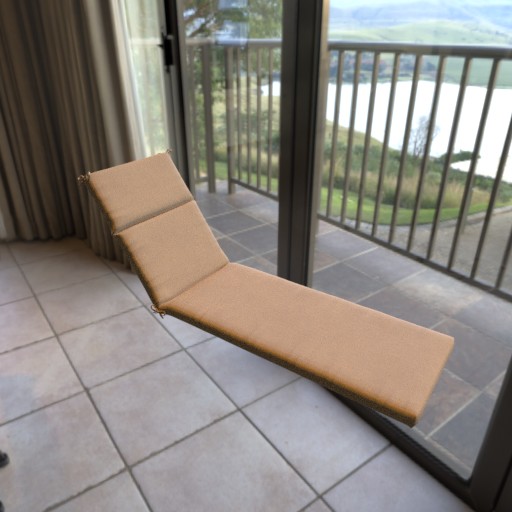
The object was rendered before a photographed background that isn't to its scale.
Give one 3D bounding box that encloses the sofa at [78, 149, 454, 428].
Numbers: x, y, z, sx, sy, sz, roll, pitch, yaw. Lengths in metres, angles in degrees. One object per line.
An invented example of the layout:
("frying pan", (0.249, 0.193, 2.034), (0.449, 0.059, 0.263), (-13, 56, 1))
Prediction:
("sofa", (0.000, 0.000, 1.952), (1.663, 0.622, 0.582), (18, 32, 31))
